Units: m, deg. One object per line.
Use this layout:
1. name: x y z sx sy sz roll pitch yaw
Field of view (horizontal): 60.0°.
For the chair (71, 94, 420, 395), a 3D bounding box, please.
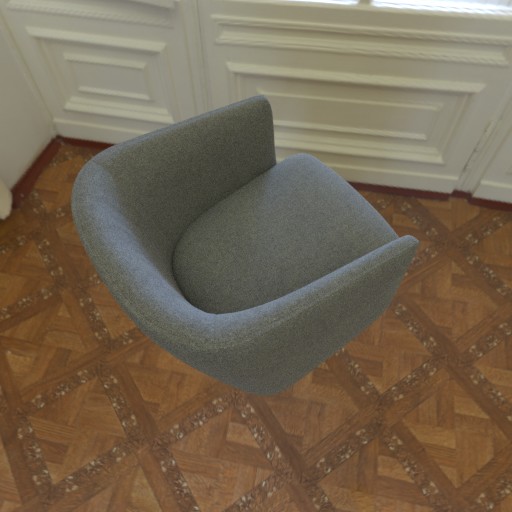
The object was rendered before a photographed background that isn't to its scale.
1. chair: 0.000 0.000 1.600 0.986 0.861 0.822 -30 63 -17
